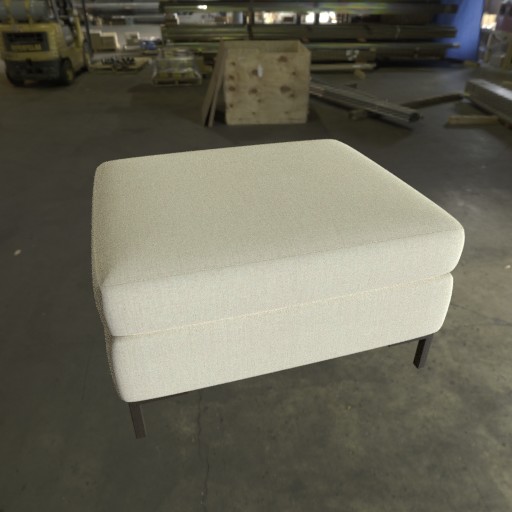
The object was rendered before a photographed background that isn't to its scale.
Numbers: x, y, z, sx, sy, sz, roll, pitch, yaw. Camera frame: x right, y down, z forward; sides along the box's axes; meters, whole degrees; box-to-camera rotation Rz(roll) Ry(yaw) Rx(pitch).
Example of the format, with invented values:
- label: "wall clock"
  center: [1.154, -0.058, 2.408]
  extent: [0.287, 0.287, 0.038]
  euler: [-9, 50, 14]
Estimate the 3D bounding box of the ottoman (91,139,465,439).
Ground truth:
- label: "ottoman"
  center: [0.000, 0.000, 1.199]
  extent: [0.794, 0.453, 0.657]
  euler: [-9, 33, -14]
